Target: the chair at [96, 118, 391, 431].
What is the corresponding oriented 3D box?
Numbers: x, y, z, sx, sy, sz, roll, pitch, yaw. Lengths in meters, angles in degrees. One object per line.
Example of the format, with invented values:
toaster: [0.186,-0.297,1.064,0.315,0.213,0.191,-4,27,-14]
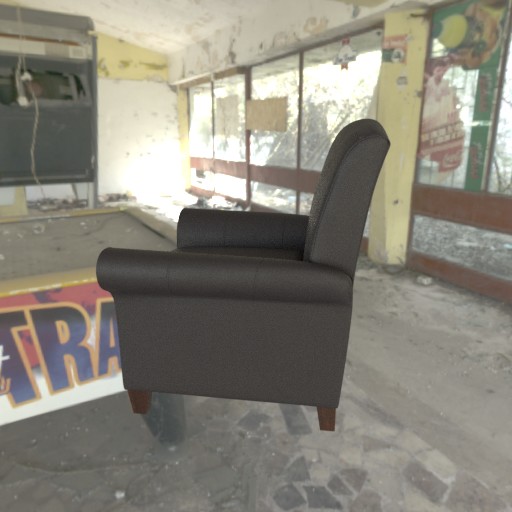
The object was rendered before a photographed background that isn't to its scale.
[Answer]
chair: [0.000,0.000,1.801,0.902,1.061,0.978,2,15,8]
